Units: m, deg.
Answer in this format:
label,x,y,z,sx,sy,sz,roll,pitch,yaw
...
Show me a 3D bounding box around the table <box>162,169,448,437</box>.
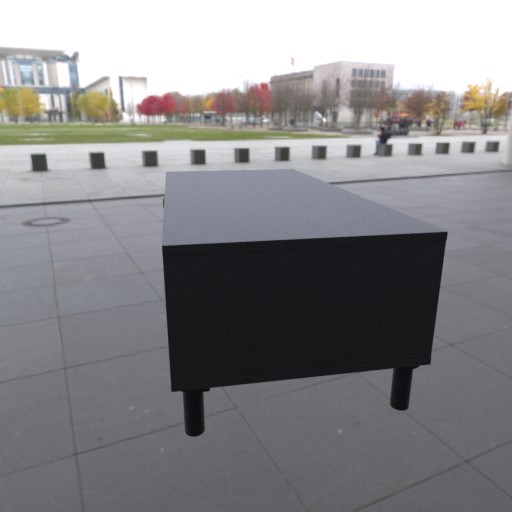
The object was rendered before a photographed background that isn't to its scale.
label,x,y,z,sx,sy,sz,roll,pitch,yaw
table,0.000,0.000,1.358,0.550,0.400,1.100,-3,17,-10
